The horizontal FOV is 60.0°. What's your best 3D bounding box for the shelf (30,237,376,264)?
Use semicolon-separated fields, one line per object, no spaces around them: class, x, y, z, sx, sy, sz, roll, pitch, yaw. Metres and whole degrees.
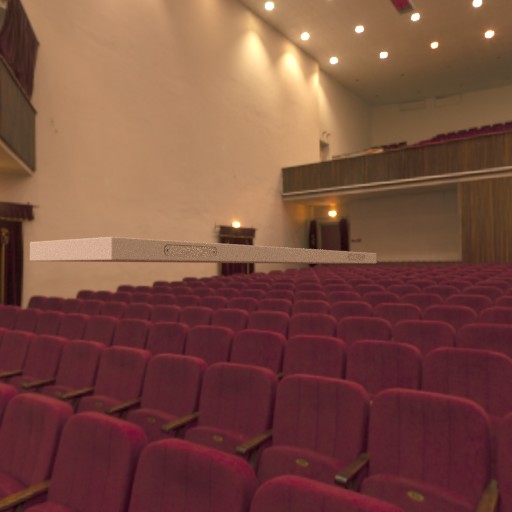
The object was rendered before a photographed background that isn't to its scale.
shelf;0.000;0.000;0.668;0.140;0.020;0.610;-1;-2;36
